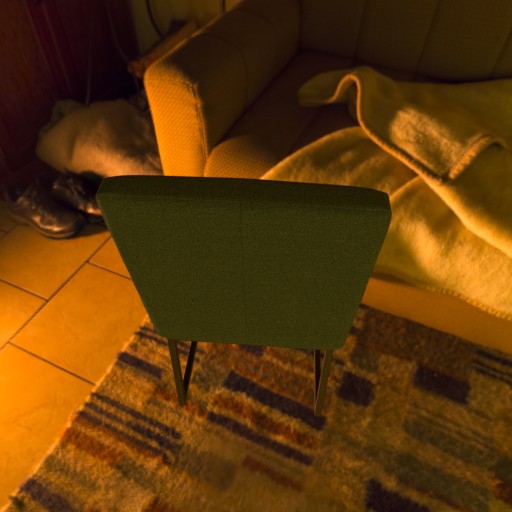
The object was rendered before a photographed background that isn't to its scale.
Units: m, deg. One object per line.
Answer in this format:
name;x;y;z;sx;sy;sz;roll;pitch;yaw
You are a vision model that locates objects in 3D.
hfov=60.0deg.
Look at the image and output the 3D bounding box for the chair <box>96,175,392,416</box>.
chair;0.000;0.000;1.275;0.520;0.930;0.634;4;47;3
